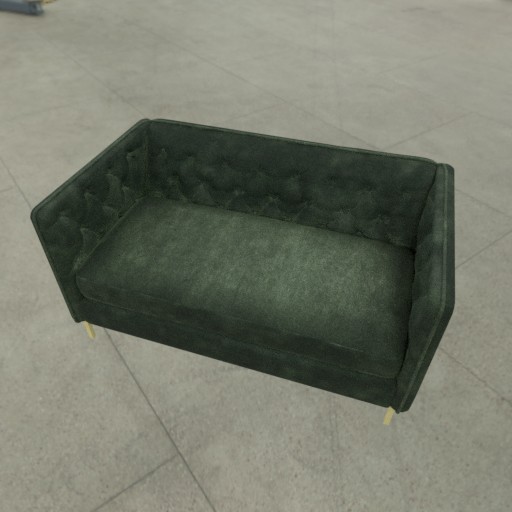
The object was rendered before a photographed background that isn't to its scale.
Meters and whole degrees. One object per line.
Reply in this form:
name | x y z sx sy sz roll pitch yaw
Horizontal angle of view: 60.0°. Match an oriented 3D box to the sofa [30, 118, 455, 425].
sofa | 0.000 0.000 2.013 1.537 0.768 0.895 12 43 14
